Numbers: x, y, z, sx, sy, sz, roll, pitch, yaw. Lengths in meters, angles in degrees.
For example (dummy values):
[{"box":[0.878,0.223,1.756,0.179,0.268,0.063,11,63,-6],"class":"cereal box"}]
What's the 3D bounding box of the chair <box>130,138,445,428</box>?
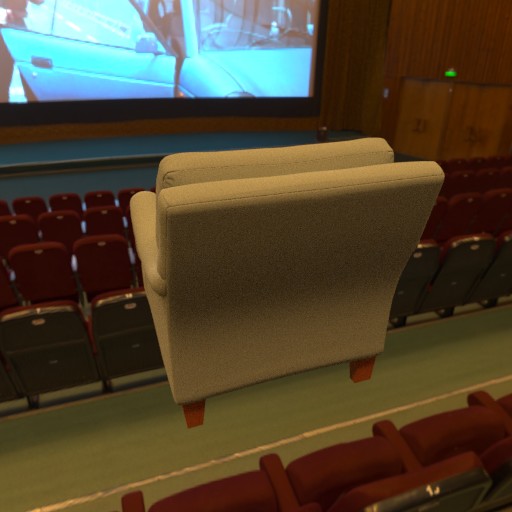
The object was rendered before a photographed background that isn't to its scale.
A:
[{"box":[0.000,0.000,1.874,0.955,1.038,1.070,-9,28,-18],"class":"chair"}]
